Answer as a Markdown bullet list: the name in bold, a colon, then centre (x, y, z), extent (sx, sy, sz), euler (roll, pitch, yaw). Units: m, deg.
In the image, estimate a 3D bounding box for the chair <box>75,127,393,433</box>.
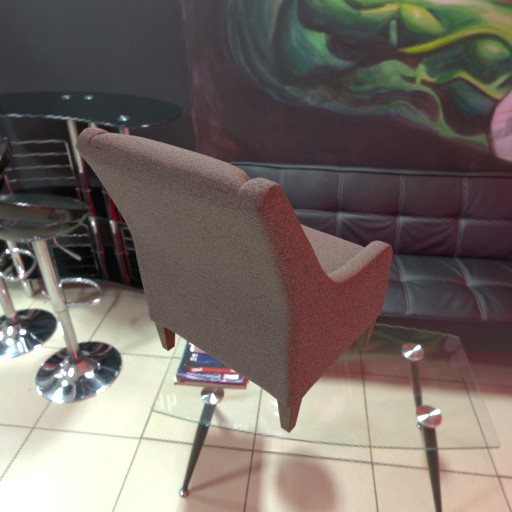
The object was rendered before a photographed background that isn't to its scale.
- **chair**: centre (0.000, 0.000, 1.690), extent (0.774, 1.016, 0.870), euler (23, 38, 33)
